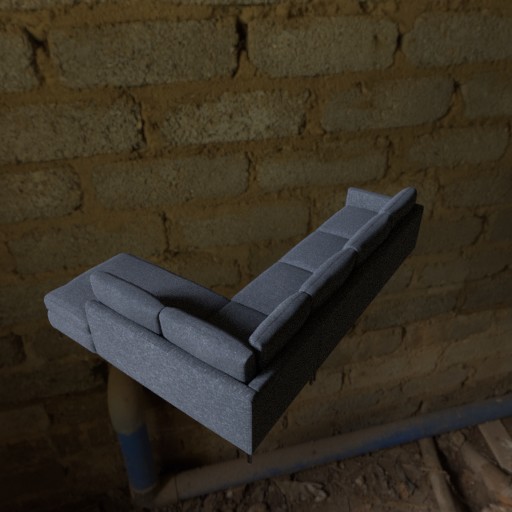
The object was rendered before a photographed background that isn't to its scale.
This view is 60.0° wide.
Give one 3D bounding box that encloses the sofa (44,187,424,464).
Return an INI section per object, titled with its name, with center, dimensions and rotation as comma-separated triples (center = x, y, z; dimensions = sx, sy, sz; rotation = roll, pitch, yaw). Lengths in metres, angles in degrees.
[sofa]
center = 0.000, 0.000, 3.946
dimensions = 2.007, 0.815, 2.949
rotation = 21, 38, 29
